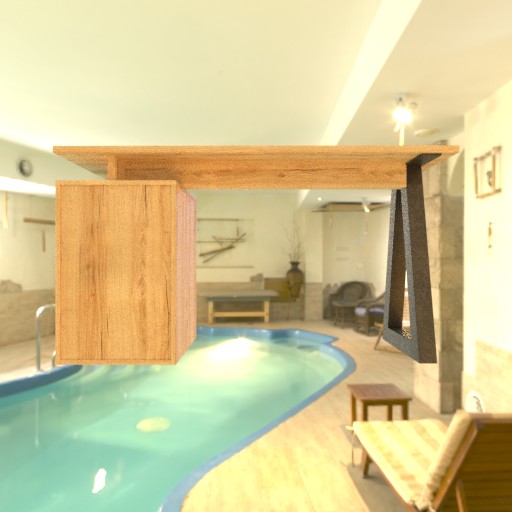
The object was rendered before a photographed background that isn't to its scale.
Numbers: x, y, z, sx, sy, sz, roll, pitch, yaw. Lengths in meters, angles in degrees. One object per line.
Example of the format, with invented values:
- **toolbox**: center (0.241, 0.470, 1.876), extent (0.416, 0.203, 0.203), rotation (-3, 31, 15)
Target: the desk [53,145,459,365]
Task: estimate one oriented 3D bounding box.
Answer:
- **desk**: center (0.000, 0.000, 1.800), extent (1.400, 0.760, 0.550), rotation (0, 0, 0)
